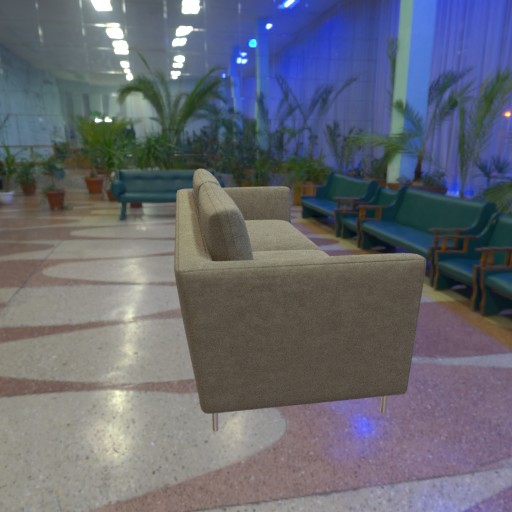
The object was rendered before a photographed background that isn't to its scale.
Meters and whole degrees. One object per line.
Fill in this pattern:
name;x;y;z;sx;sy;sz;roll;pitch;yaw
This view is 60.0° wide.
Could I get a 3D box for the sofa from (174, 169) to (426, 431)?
sofa;0.000;0.000;2.553;0.889;0.864;2.121;-3;16;-9
